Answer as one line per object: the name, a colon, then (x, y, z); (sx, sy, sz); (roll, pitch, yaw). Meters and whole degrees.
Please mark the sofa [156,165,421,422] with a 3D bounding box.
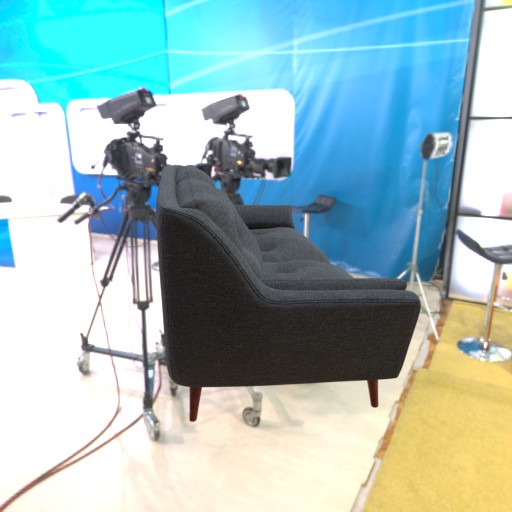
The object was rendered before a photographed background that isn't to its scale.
sofa: (0.000, 0.000, 2.413); (0.975, 0.896, 1.929); (-3, 16, -10)
